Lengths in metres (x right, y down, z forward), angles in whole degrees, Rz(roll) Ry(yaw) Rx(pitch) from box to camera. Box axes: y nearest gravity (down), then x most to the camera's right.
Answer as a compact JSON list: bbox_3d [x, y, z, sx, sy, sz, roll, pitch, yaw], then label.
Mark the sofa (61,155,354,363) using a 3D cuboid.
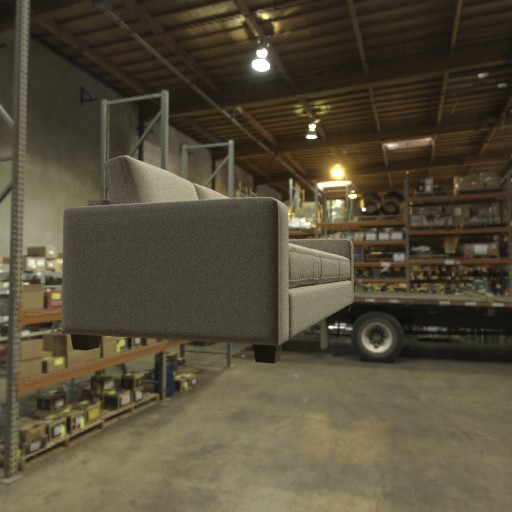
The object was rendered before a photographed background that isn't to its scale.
[{"bbox_3d":[0.000,0.000,2.609,0.900,0.800,2.160,-1,-2,19],"label":"sofa"}]
